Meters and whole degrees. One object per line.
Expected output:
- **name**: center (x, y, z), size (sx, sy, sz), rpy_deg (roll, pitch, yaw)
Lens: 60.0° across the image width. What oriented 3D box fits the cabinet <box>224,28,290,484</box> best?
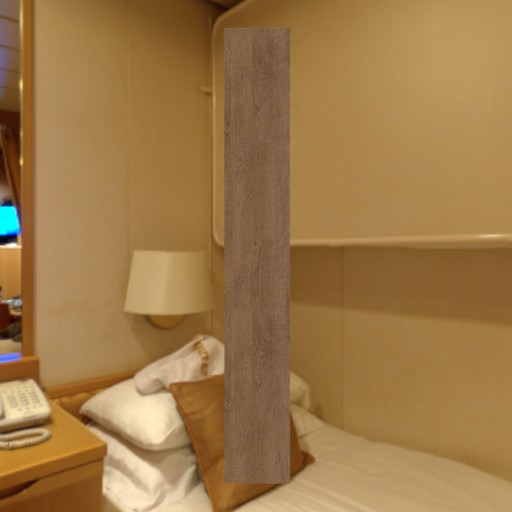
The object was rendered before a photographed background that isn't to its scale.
- **cabinet**: center (0.000, 0.000, 1.846), size (0.250, 1.630, 0.520), rpy_deg (0, 0, 1)
